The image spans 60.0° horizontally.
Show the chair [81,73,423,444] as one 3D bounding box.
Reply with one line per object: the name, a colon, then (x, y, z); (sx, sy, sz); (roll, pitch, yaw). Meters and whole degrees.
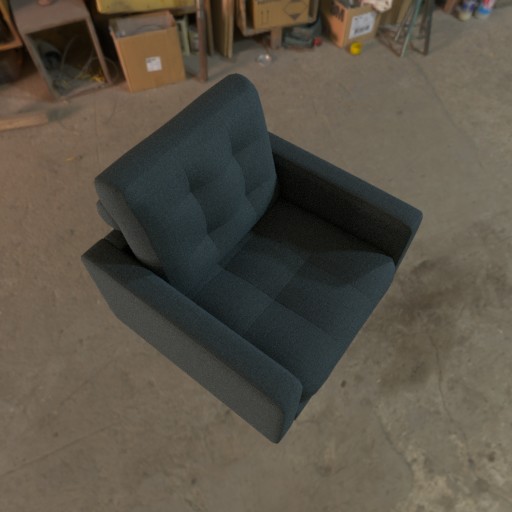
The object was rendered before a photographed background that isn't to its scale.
chair: (0.000, 0.000, 1.527); (0.843, 0.880, 0.821); (33, 63, 19)
